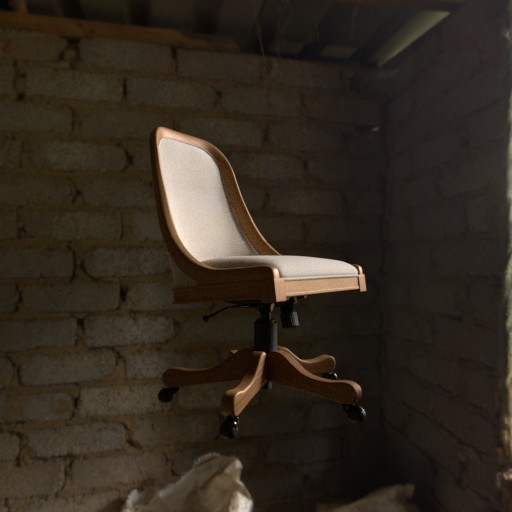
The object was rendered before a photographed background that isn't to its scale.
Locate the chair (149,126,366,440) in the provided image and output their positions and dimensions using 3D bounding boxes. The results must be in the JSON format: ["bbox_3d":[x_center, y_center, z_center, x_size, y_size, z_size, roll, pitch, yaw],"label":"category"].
[{"bbox_3d":[0.000,0.000,1.568,0.811,1.009,0.702,-1,-1,37],"label":"chair"}]
